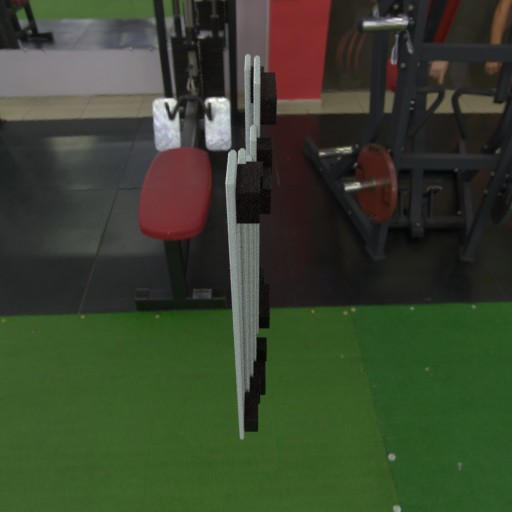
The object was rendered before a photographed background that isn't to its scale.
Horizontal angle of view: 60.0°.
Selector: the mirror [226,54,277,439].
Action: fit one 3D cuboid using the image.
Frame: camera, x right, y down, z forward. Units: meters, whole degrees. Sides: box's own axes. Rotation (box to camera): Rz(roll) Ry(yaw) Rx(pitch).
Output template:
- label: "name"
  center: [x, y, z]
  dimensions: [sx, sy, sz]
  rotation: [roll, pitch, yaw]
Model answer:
- label: "mirror"
  center: [0.000, 0.000, 0.786]
  dimensions: [0.058, 0.611, 0.445]
  rotation: [0, 42, 0]
